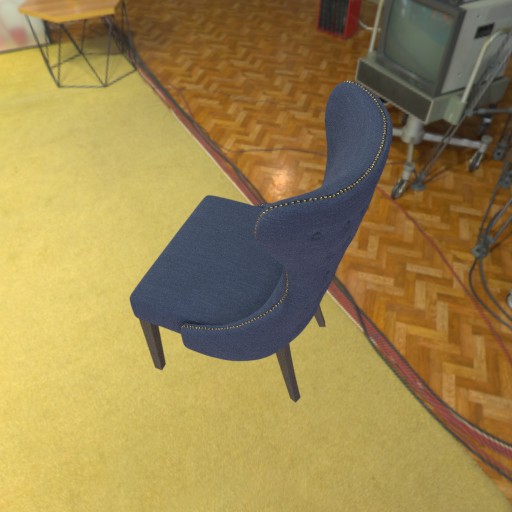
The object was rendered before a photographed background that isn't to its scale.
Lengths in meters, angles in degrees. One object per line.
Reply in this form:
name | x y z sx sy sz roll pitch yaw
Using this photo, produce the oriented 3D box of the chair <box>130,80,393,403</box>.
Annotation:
chair | 0.000 0.000 1.403 0.635 0.967 0.628 16 49 15
